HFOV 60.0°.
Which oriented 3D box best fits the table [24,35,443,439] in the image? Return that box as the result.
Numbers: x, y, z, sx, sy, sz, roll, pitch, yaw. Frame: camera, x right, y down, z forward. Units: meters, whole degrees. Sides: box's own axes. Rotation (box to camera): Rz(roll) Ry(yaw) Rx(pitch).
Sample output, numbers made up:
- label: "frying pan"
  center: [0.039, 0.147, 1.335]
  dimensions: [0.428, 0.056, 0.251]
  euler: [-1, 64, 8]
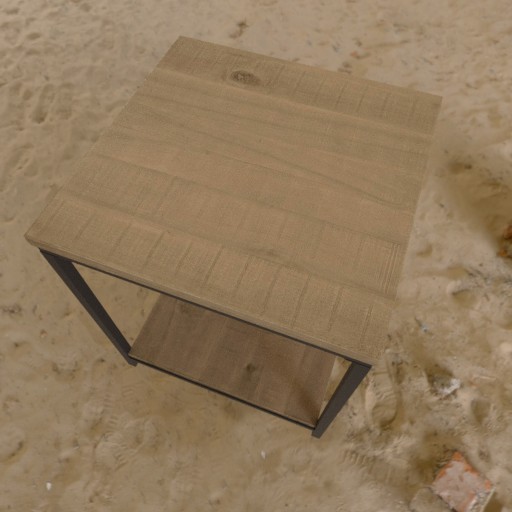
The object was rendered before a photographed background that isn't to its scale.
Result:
- label: "table"
  center: [0.000, 0.000, 0.948]
  dimensions: [0.507, 0.589, 0.503]
  euler: [18, 60, 11]
